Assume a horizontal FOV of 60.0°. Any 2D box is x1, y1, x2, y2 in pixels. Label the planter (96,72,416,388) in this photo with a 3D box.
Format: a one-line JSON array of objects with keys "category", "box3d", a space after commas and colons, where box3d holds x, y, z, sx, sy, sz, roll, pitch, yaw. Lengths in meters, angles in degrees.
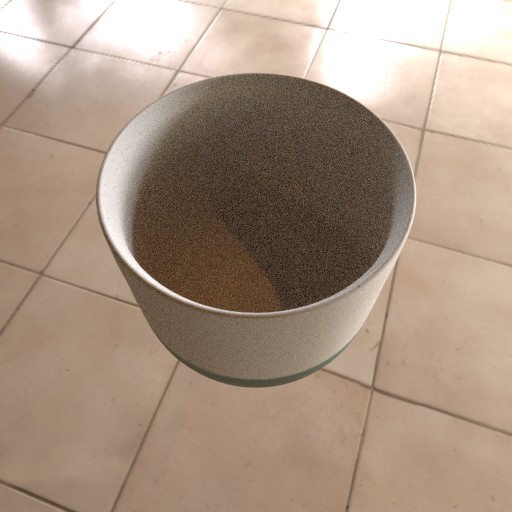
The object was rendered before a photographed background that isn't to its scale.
[{"category": "planter", "box3d": [0.000, 0.000, 0.487, 0.268, 0.270, 0.268, 0, 59, 0]}]
